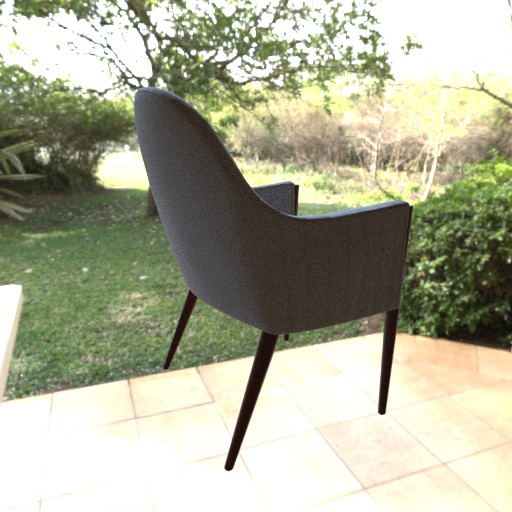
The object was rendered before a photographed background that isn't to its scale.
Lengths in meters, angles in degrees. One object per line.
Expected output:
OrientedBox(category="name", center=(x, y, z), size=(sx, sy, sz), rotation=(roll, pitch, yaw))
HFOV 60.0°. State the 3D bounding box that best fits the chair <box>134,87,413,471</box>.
OrientedBox(category="chair", center=(0.000, 0.000, 1.281), size=(0.620, 0.889, 0.610), rotation=(-8, 17, -26))
